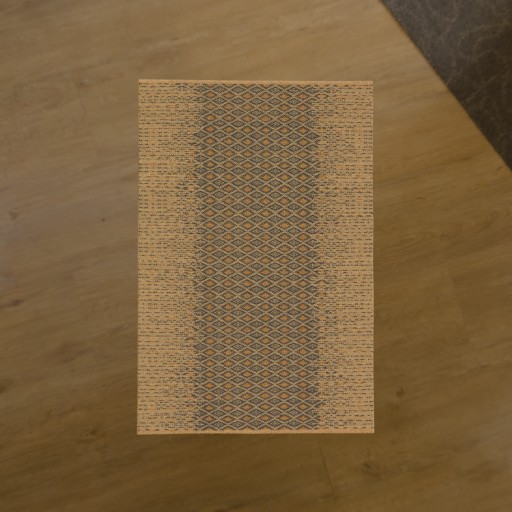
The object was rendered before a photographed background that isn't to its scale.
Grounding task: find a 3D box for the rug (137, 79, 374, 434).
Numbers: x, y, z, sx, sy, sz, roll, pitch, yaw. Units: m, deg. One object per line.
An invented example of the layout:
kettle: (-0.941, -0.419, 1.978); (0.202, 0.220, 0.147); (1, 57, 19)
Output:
rug: (0.000, 0.000, 2.291); (1.219, 0.005, 1.828); (0, 89, -1)
